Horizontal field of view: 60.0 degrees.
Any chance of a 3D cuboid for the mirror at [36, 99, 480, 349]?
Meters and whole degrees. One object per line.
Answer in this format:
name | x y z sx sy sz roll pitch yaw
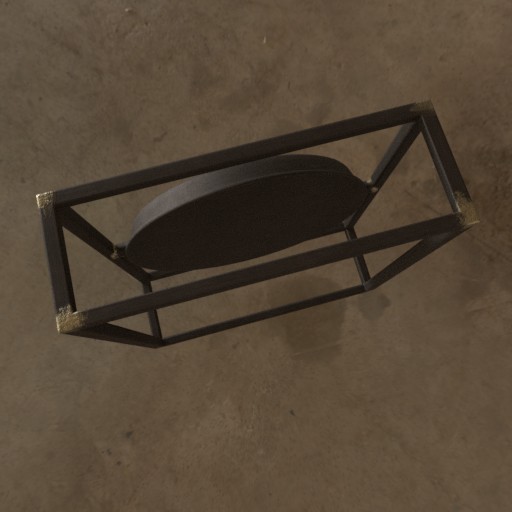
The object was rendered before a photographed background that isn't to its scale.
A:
mirror | 0.000 0.000 0.469 0.306 0.303 0.107 -15 77 -4
